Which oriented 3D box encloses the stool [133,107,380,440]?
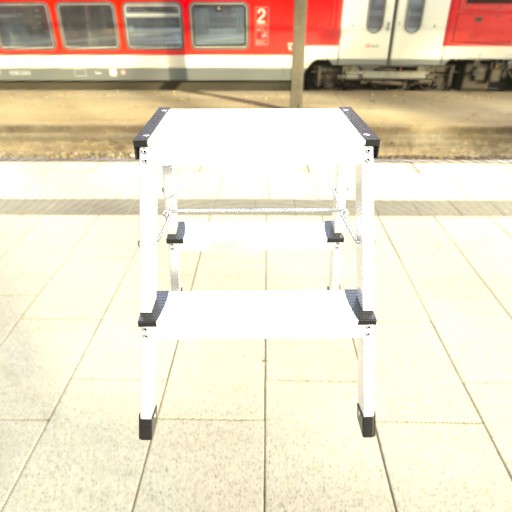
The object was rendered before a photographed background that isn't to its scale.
[{"bbox_3d":[0.000,0.000,0.801,0.404,0.480,0.405,0,30,-1],"label":"stool"}]
